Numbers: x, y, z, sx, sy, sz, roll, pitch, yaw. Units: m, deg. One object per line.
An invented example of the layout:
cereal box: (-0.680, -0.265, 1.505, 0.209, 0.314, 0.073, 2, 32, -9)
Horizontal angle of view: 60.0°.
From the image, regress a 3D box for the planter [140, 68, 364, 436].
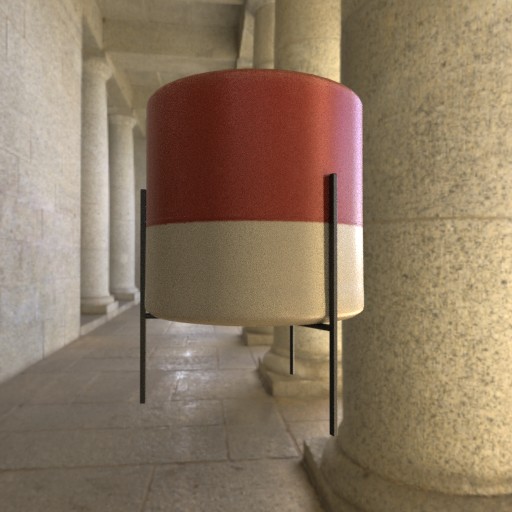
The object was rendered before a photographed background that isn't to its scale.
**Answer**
planter: (0.000, 0.000, 0.715, 0.345, 0.465, 0.354, 0, -1, -35)
